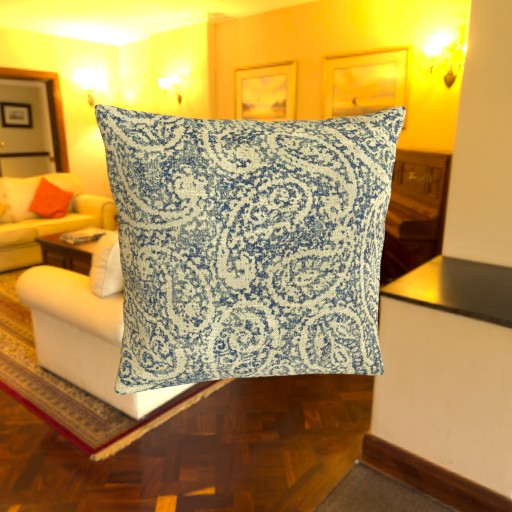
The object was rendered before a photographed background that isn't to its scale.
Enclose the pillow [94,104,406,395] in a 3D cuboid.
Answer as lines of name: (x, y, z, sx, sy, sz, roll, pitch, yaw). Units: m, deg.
pillow: (0.000, 0.000, 0.788, 0.523, 0.510, 0.166, -2, 16, -9)
